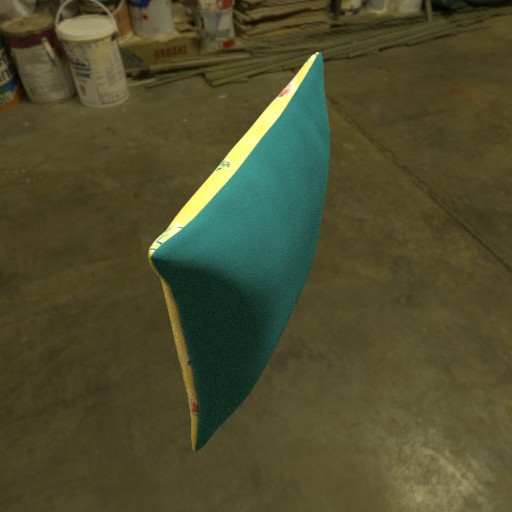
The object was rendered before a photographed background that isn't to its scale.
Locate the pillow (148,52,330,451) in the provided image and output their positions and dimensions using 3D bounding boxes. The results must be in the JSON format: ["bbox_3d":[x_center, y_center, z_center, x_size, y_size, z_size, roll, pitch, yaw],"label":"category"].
[{"bbox_3d":[0.000,0.000,0.767,0.166,0.508,0.525,17,49,16],"label":"pillow"}]
